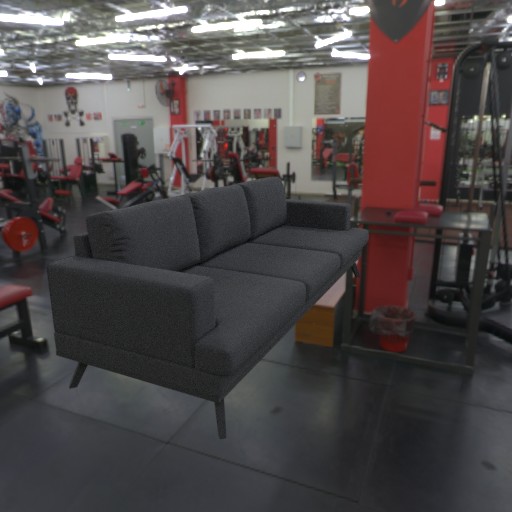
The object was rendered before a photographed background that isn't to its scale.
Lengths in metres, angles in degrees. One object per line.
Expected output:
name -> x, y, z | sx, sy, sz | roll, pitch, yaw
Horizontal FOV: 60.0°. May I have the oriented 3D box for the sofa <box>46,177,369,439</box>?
sofa -> 0.000, 0.000, 2.751 | 0.920, 0.810, 2.310 | 7, 17, 25
